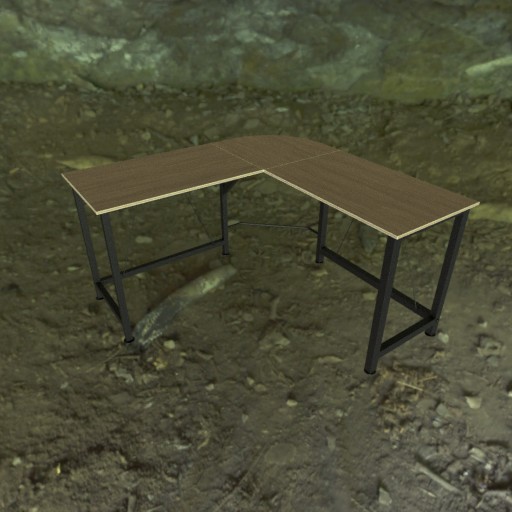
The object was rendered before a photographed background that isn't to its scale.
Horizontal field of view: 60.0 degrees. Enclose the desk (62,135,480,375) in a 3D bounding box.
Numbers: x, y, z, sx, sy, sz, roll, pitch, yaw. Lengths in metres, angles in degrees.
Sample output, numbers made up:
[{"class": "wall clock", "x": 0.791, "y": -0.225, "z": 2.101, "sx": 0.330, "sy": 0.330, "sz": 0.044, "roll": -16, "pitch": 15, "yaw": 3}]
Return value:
[{"class": "desk", "x": 0.000, "y": 0.000, "z": 2.276, "sx": 1.400, "sy": 0.762, "sz": 1.400, "roll": -20, "pitch": 37, "yaw": -29}]
